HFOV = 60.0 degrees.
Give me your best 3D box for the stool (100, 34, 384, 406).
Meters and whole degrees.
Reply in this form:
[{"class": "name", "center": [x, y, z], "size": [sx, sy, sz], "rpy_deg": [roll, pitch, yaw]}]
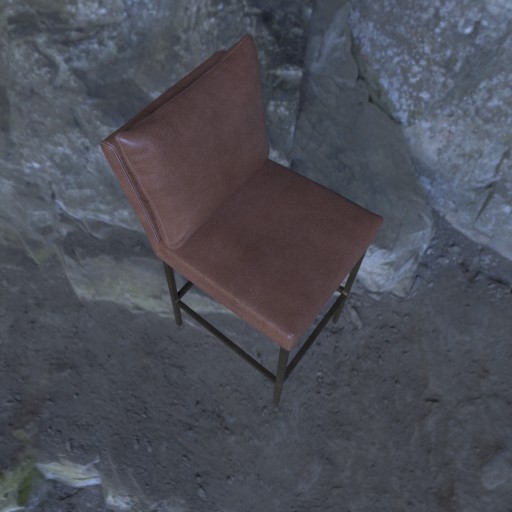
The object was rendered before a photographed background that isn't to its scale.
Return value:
[{"class": "stool", "center": [0.000, 0.000, 1.405], "size": [0.571, 1.124, 0.463], "rpy_deg": [33, 65, 18]}]
